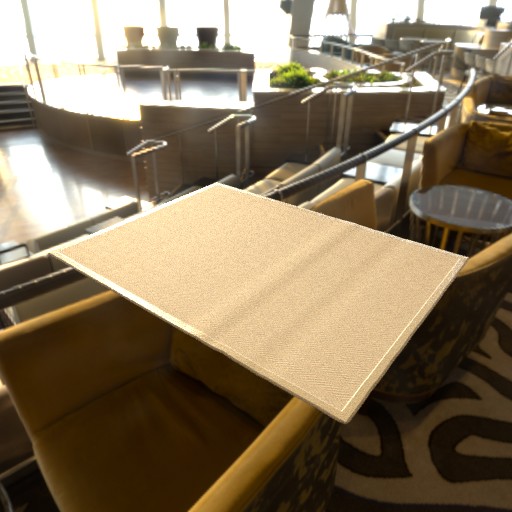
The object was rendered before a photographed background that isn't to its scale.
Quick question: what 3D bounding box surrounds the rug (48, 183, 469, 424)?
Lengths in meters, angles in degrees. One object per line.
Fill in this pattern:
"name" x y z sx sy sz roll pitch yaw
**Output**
"rug" 0.000 0.000 4.794 3.659 0.037 2.734 22 36 32
